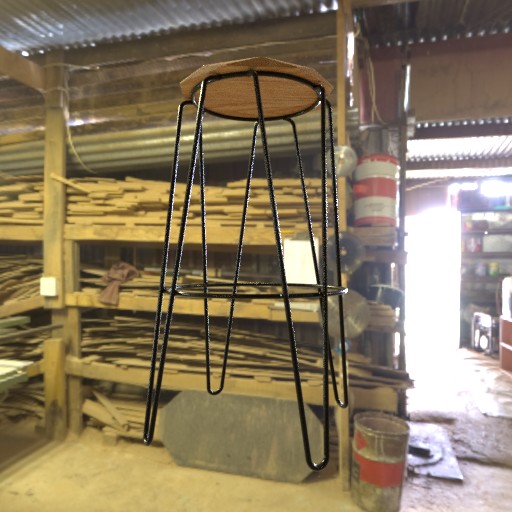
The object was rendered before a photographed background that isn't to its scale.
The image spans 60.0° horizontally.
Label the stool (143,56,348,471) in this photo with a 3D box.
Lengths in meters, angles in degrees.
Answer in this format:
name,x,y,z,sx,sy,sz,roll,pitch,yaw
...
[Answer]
name,x,y,z,sx,sy,sz,roll,pitch,yaw
stool,0.000,0.000,0.806,0.326,0.610,0.326,0,0,18
